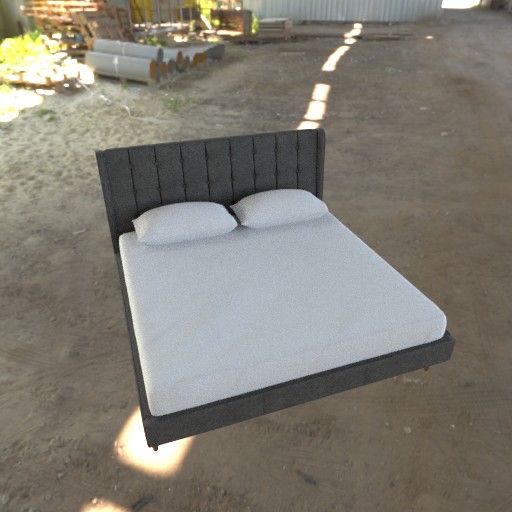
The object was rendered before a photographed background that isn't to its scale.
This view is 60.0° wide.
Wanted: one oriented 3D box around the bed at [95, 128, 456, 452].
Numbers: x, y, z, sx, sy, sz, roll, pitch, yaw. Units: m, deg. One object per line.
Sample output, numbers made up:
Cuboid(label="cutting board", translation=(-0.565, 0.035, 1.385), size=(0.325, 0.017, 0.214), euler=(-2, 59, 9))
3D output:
Cuboid(label="bed", translation=(0.000, 0.000, 2.533), size=(1.531, 0.933, 1.638), euler=(-10, 33, -17))
